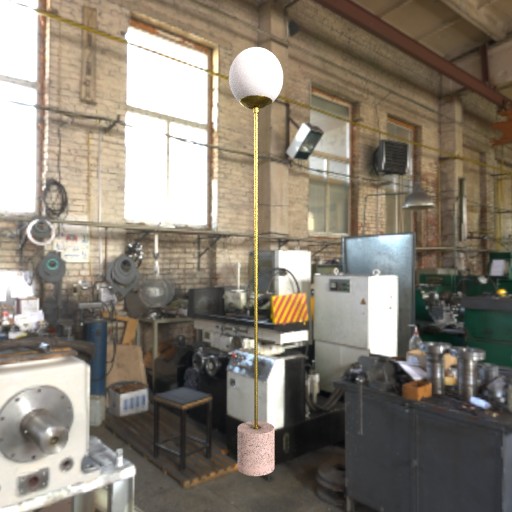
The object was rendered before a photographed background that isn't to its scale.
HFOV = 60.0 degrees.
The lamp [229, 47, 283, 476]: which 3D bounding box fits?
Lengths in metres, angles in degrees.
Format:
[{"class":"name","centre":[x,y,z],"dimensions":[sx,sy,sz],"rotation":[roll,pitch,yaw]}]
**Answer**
[{"class":"lamp","centre":[0.000,0.000,1.856],"dimensions":[0.229,1.748,0.229],"rotation":[-1,-2,17]}]
